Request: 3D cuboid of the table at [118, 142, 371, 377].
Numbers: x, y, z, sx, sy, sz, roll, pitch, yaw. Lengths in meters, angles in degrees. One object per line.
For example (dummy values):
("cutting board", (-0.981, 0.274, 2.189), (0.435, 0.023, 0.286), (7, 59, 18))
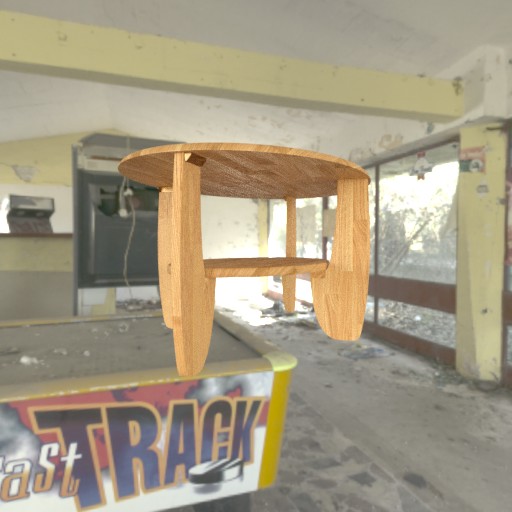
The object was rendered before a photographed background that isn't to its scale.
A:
("table", (0.000, 0.000, 1.385), (0.690, 0.490, 1.040), (1, 2, 18))
